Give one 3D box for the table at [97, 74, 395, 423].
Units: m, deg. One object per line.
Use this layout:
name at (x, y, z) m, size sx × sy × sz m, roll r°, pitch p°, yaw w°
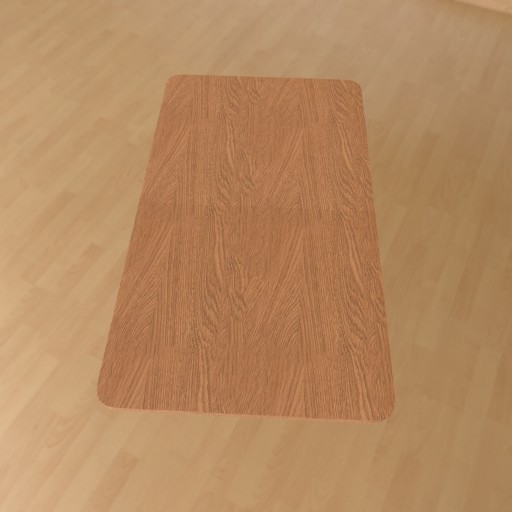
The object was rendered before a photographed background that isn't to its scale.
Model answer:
table at (0.000, 0.000, 2.112) m, size 0.950 × 0.770 × 1.600 m, roll 2°, pitch 59°, yaw 1°
